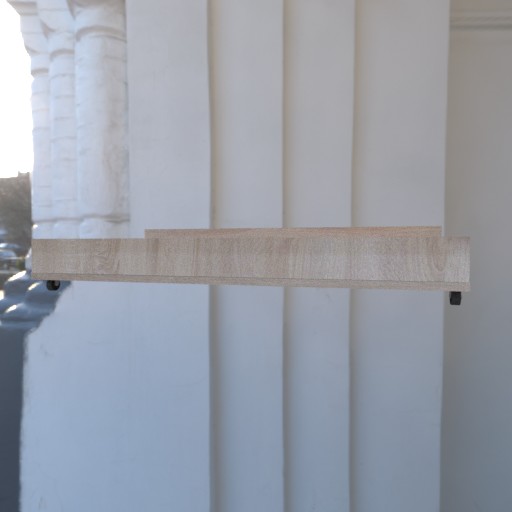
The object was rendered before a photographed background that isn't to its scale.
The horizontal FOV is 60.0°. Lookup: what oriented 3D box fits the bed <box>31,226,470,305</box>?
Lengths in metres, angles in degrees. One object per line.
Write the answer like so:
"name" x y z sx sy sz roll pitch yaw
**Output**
"bed" 0.000 0.000 1.466 1.200 0.209 0.685 0 1 17
